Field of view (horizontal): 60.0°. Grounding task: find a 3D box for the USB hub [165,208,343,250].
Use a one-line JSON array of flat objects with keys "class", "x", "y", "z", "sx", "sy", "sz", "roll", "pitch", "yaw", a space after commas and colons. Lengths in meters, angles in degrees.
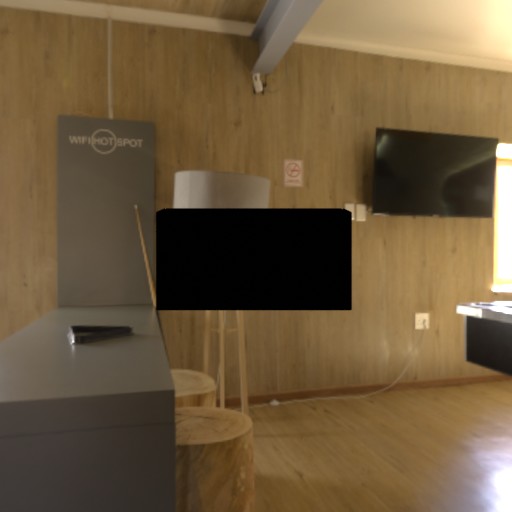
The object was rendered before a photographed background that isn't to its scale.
[{"class": "USB hub", "x": 0.000, "y": 0.000, "z": 0.157, "sx": 0.044, "sy": 0.023, "sz": 0.145, "roll": 0, "pitch": 1, "yaw": 0}]
